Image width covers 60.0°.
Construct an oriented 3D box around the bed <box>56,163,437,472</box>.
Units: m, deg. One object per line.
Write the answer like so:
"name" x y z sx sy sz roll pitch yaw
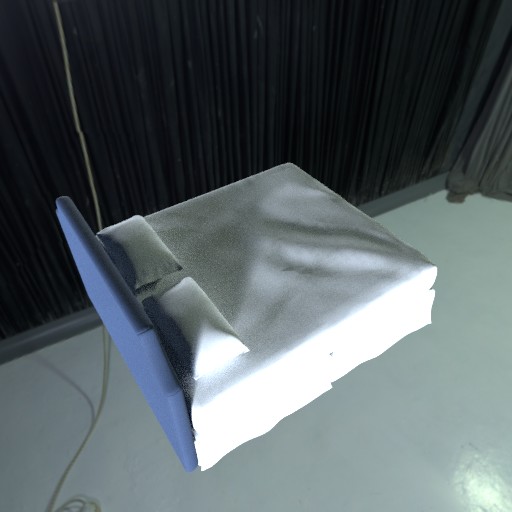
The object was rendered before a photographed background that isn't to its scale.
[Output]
"bed" 0.000 0.000 4.114 2.773 1.488 2.350 -25 49 -25
